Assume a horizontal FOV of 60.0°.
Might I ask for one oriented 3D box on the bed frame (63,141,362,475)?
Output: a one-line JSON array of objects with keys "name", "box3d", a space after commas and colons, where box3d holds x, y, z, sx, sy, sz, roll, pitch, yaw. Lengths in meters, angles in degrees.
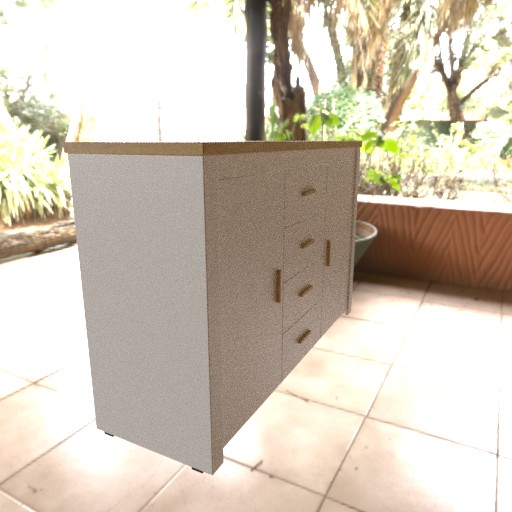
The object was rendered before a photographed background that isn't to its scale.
[{"name": "bed frame", "box3d": [0.000, 0.000, 1.696, 0.430, 0.850, 1.300, 8, 17, 27]}]
